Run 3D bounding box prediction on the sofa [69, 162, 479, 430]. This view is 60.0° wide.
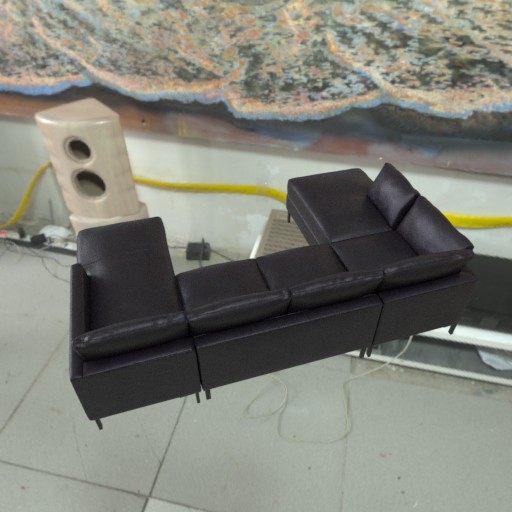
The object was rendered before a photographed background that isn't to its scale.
[{"bbox_3d":[0.000,0.000,3.790,2.956,0.900,1.939,-12,43,-13],"label":"sofa"}]
